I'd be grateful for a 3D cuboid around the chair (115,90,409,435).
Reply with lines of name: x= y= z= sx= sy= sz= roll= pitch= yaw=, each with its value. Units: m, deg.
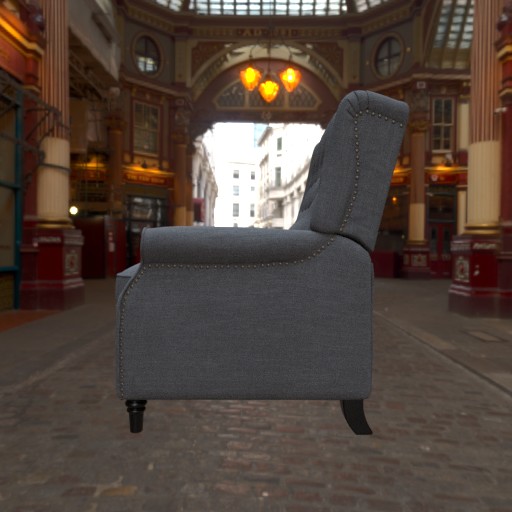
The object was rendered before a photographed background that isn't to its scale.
chair: x=0.000 y=0.000 z=1.608 sx=0.898 sy=1.035 sz=0.742 roll=0 pitch=1 yaw=0
